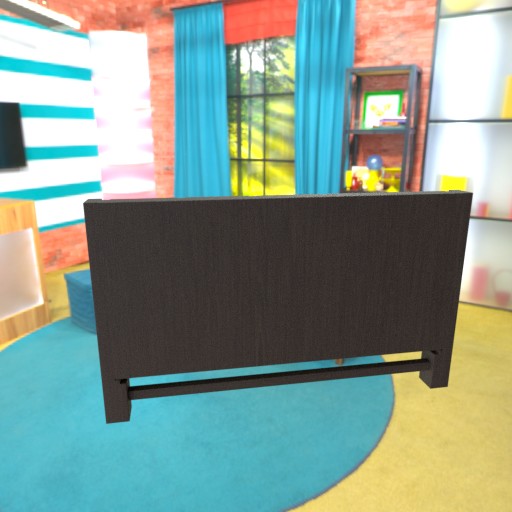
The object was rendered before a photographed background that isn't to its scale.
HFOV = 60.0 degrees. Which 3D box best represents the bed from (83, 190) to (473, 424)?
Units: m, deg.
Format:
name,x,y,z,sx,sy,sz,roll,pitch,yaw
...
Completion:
name,x,y,z,sx,sy,sz,roll,pitch,yaw
bed,0.000,0.000,3.589,2.143,1.261,2.238,-3,16,-10
